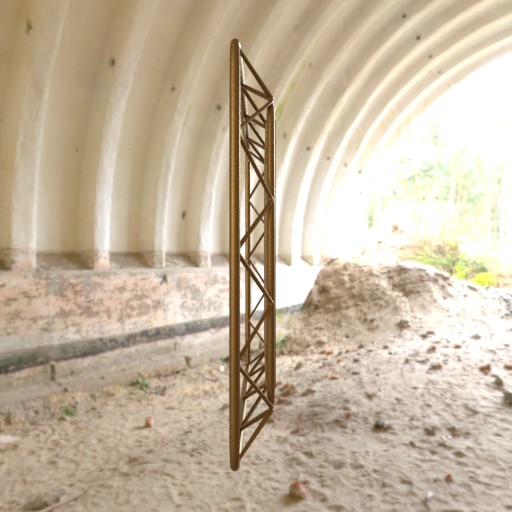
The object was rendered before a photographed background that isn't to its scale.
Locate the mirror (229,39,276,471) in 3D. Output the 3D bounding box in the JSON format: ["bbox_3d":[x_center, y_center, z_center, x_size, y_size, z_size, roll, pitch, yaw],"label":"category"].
[{"bbox_3d":[0.000,0.000,0.621,0.046,0.414,0.416,0,-1,1],"label":"mirror"}]
